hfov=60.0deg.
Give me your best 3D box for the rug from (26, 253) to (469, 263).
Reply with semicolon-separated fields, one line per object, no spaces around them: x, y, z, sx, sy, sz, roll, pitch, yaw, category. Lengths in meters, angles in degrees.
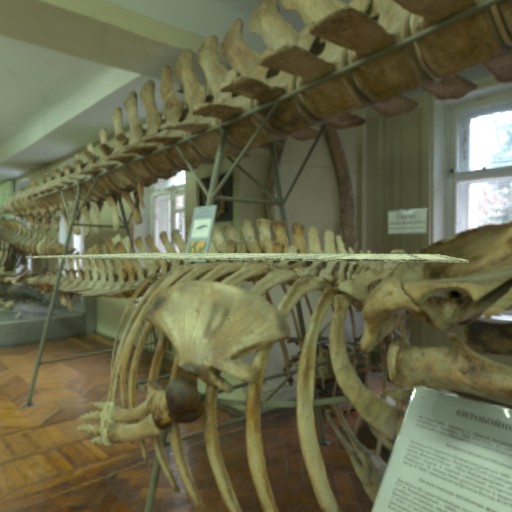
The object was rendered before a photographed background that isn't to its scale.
0.000;0.000;4.742;3.824;0.019;2.393;0;1;18;rug
